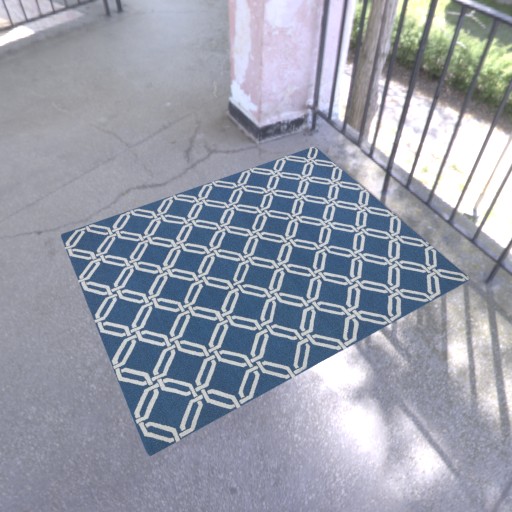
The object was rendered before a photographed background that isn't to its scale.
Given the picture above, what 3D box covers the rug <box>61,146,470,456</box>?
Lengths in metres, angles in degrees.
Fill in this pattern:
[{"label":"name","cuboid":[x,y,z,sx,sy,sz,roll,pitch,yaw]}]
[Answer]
[{"label":"rug","cuboid":[0.000,0.000,3.908,2.867,0.020,2.277,-23,52,-20]}]
